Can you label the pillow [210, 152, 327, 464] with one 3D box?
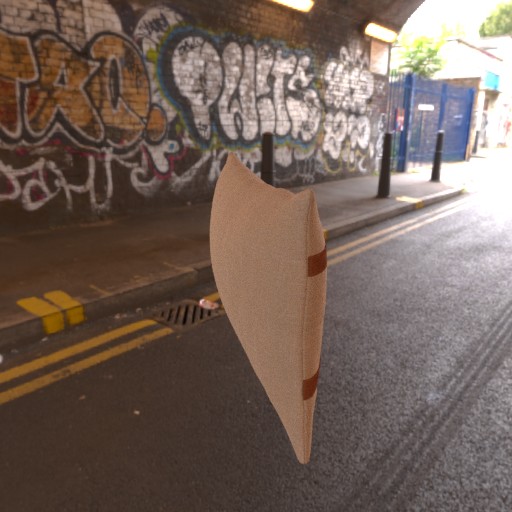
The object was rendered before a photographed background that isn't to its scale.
[{"bbox_3d":[0.000,0.000,0.735,0.148,0.308,0.612,-3,16,-10],"label":"pillow"}]
